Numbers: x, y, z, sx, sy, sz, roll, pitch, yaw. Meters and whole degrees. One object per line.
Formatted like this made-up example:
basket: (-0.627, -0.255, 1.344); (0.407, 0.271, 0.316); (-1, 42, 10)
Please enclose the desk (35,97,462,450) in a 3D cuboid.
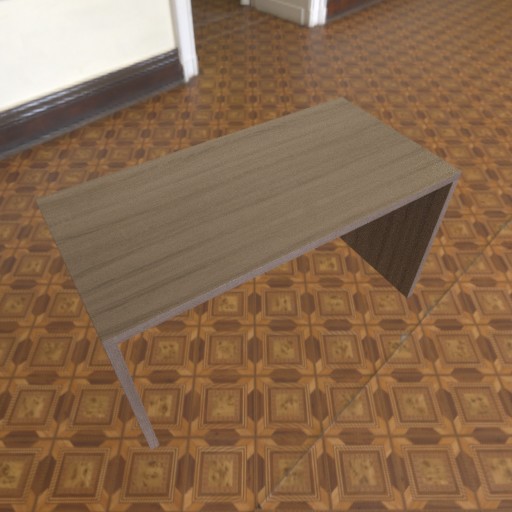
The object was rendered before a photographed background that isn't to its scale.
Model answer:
desk: (0.000, 0.000, 1.862); (1.380, 0.745, 0.690); (-25, 51, -22)
